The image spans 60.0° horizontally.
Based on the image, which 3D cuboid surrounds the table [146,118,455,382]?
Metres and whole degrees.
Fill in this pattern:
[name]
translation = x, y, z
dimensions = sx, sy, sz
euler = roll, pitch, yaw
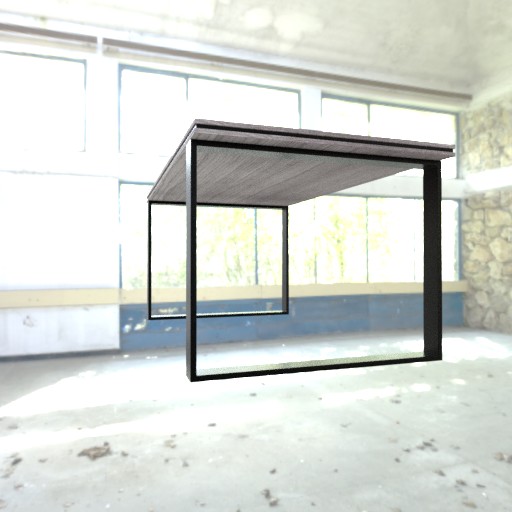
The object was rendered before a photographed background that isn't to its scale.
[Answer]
[table]
translation = 0.000, 0.000, 2.091
dimensions = 0.881, 0.736, 1.579
euler = 0, -1, -19
